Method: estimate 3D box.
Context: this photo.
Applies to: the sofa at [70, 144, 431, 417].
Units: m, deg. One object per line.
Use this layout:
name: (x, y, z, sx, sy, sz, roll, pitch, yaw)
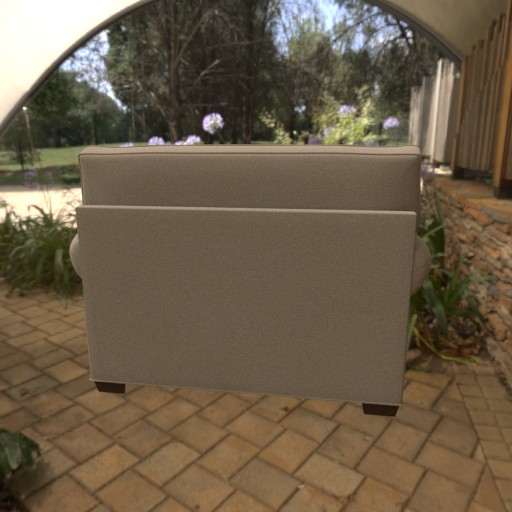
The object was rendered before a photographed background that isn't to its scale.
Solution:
sofa: (0.000, 0.000, 2.075, 1.405, 1.006, 0.937, 2, 14, 8)
